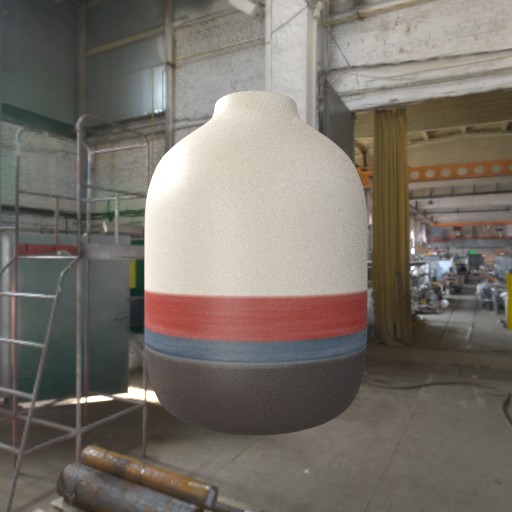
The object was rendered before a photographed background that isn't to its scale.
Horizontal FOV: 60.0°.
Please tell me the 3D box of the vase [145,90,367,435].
[{"bbox_3d":[0.000,0.000,0.347,0.169,0.237,0.169,0,0,0],"label":"vase"}]
